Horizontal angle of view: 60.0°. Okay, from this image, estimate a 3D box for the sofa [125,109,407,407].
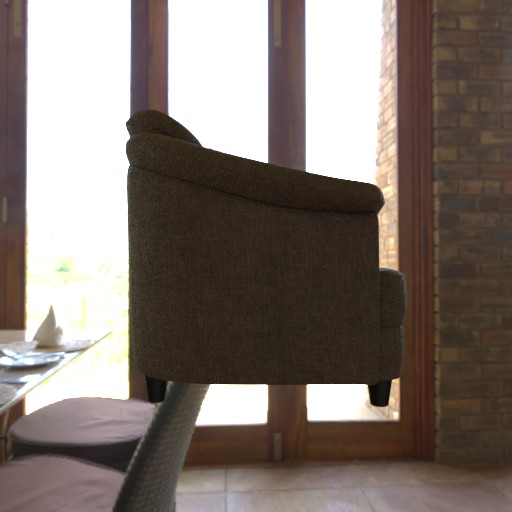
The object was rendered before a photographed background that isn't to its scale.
[{"bbox_3d":[0.000,0.000,1.454,0.794,0.811,0.870,0,-1,-1],"label":"sofa"}]
